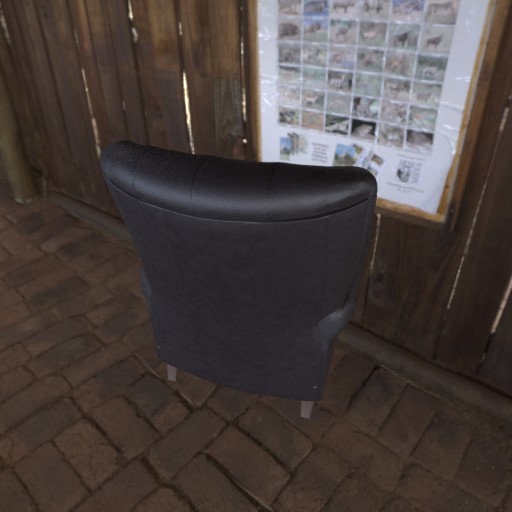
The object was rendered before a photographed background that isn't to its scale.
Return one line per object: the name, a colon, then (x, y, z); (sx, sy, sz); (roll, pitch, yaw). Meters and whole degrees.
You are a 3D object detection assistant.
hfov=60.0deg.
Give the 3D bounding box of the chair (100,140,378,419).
chair: (0.000, 0.000, 1.926); (0.948, 1.158, 1.058); (10, 34, 16)
